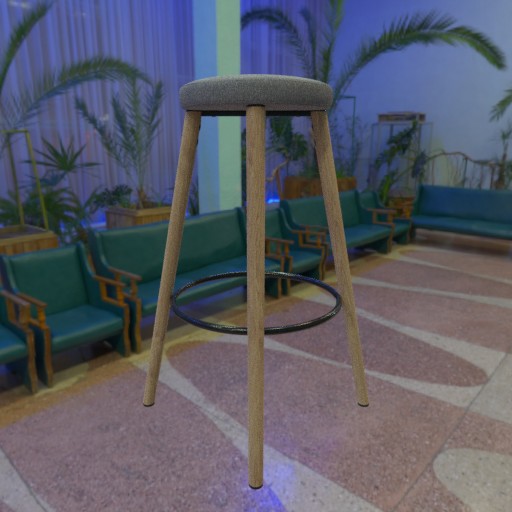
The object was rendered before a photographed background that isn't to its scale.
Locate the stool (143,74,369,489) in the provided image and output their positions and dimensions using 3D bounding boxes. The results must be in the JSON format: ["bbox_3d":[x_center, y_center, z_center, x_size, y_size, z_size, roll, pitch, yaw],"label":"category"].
[{"bbox_3d":[0.000,0.000,1.020,0.410,0.770,0.410,-14,20,-43],"label":"stool"}]
